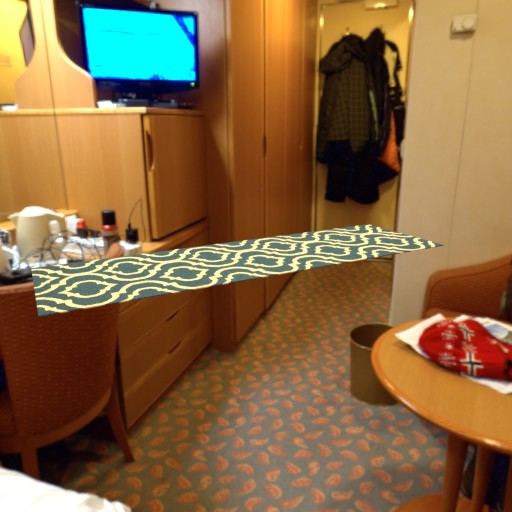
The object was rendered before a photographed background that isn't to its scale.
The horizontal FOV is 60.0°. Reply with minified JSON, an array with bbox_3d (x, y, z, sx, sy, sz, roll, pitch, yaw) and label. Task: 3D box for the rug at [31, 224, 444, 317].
[{"bbox_3d":[0.000,0.000,2.545,2.296,0.006,0.685,-9,18,-27],"label":"rug"}]
